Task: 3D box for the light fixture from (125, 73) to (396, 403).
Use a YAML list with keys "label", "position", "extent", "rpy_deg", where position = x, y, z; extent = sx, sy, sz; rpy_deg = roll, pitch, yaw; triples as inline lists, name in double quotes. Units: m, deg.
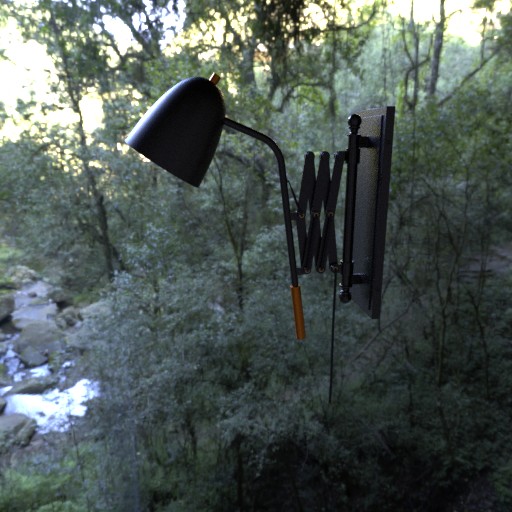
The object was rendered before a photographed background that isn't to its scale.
- label: "light fixture"
  position: [0.000, 0.000, 0.931]
  extent: [0.499, 0.715, 0.162]
  rpy_deg: [-2, 15, -8]
